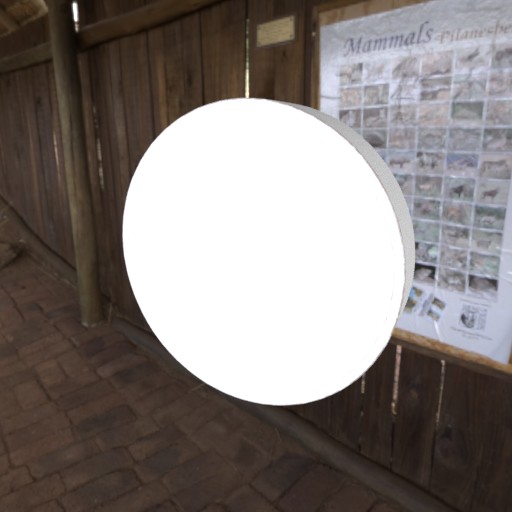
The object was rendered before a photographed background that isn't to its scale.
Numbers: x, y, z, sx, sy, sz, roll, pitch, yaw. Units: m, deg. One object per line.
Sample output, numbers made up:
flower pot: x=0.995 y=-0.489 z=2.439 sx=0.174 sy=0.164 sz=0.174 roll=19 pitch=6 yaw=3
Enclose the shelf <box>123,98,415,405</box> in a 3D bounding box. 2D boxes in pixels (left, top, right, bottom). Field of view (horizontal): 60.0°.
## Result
shelf: x=0.000 y=0.000 z=1.212 sx=0.806 sy=0.807 sz=0.158 roll=8 pitch=17 yaw=25
